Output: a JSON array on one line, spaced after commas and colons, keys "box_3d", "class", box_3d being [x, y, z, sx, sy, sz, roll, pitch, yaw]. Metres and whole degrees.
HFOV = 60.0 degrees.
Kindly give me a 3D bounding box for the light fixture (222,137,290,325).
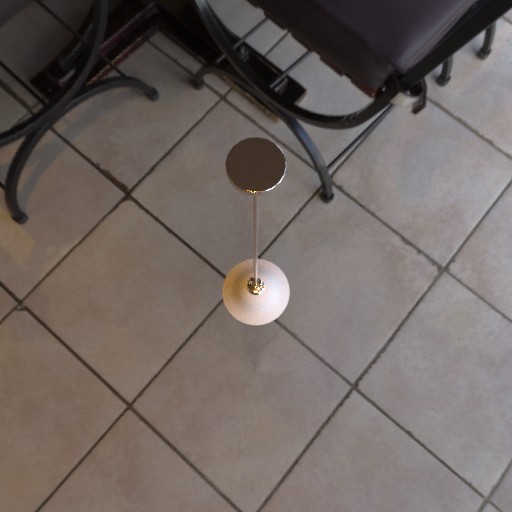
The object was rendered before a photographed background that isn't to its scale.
[{"box_3d": [0.000, 0.000, 1.481, 0.324, 1.354, 0.324, 21, 76, 5], "class": "light fixture"}]
